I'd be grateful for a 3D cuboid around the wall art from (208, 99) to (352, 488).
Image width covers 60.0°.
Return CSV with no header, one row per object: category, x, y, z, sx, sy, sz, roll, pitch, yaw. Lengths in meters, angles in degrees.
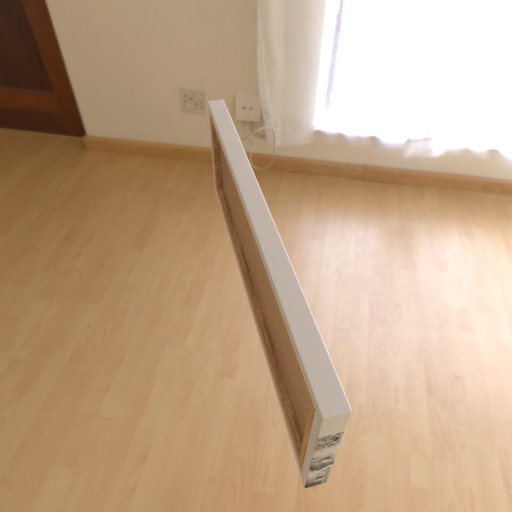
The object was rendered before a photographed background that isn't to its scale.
wall art,0.000,0.000,0.851,0.038,0.255,0.763,-10,47,-10
